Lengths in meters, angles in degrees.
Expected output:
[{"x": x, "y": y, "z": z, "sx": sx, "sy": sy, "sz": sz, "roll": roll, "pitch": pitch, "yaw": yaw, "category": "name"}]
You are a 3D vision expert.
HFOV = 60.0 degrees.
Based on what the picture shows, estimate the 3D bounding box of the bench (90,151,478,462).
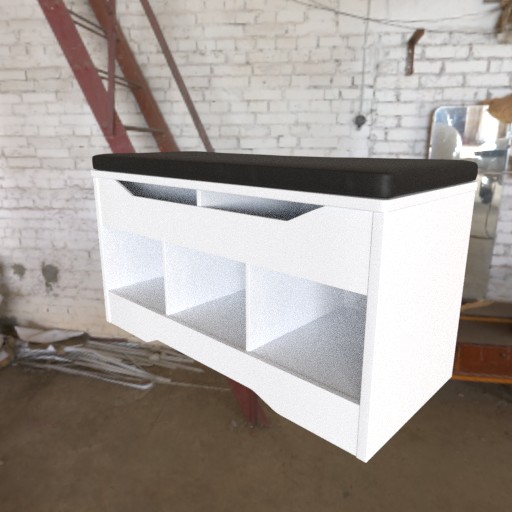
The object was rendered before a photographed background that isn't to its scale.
[{"x": 0.000, "y": 0.000, "z": 1.133, "sx": 0.899, "sy": 0.500, "sz": 0.401, "roll": 14, "pitch": 20, "yaw": 42, "category": "bench"}]
